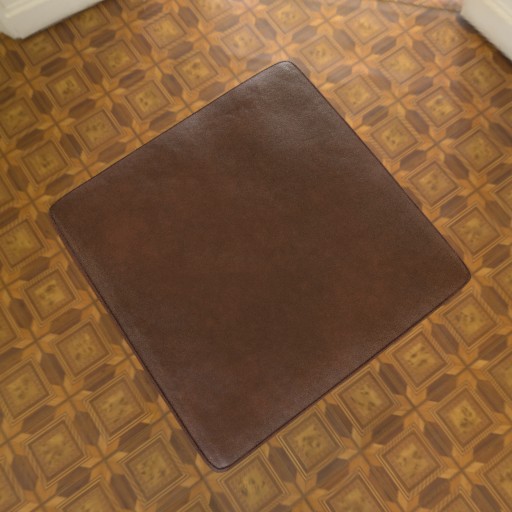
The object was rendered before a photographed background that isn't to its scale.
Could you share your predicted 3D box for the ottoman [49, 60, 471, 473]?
[{"bbox_3d":[0.000,0.000,1.307,0.844,0.415,0.836,-35,79,-8],"label":"ottoman"}]
